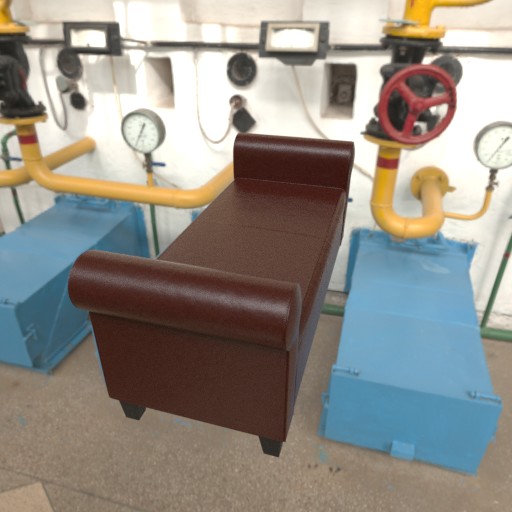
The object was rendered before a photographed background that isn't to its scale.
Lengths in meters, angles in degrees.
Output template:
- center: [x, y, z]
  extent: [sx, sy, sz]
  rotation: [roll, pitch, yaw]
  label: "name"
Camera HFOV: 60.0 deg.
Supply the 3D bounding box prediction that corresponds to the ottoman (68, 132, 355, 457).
- center: [0.000, 0.000, 1.551]
  extent: [0.521, 0.547, 1.256]
  rotation: [9, 31, 14]
  label: "ottoman"
